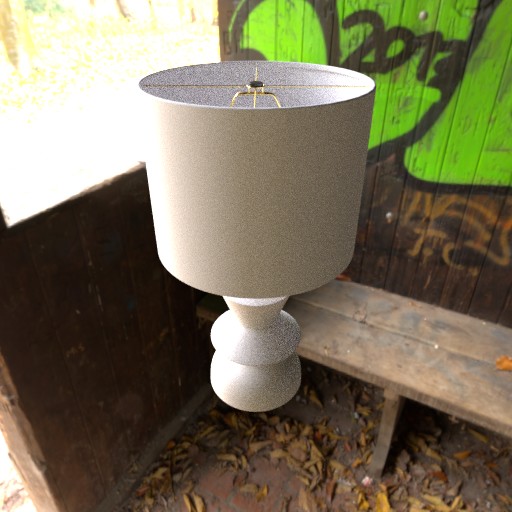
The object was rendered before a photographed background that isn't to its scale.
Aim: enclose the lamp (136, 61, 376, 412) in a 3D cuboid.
[{"bbox_3d":[0.000,0.000,0.708,0.301,0.533,0.301,0,32,1],"label":"lamp"}]
